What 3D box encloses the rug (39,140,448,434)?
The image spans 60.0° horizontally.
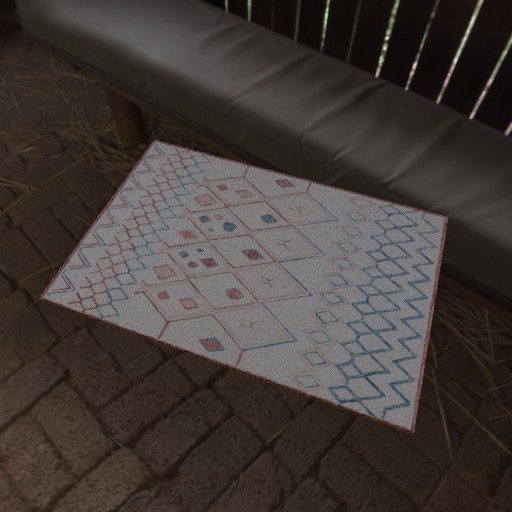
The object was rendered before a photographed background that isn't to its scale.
[{"bbox_3d":[0.000,0.000,2.323,1.829,0.016,1.219,17,58,11],"label":"rug"}]
